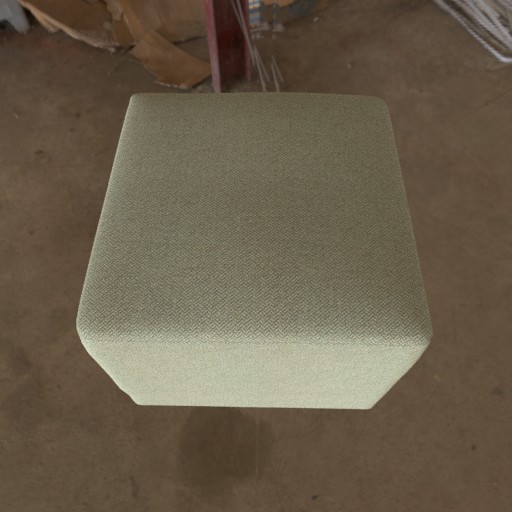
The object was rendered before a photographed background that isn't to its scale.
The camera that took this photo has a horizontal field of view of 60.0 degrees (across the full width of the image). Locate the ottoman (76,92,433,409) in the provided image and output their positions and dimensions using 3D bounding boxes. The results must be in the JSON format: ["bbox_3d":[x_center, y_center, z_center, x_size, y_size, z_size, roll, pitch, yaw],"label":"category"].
[{"bbox_3d":[0.000,0.000,0.902,0.512,0.453,0.521,1,59,1],"label":"ottoman"}]
